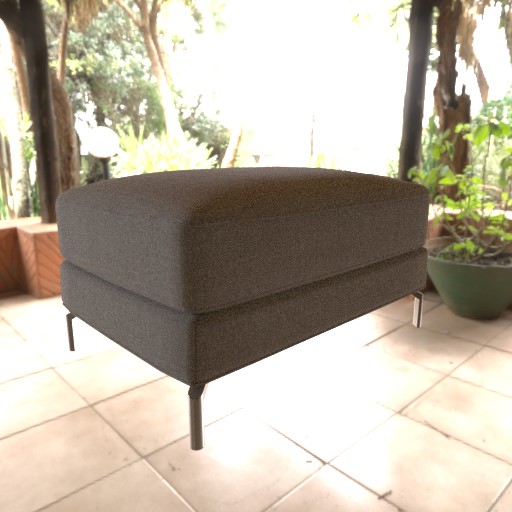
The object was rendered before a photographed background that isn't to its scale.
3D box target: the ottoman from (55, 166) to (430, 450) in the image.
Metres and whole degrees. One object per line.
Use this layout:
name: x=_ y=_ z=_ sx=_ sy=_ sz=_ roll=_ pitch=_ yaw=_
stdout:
ottoman: x=0.000 y=0.000 z=1.165 sx=0.838 sy=0.457 sz=0.584 roll=-12 pitch=18 yaw=-42
